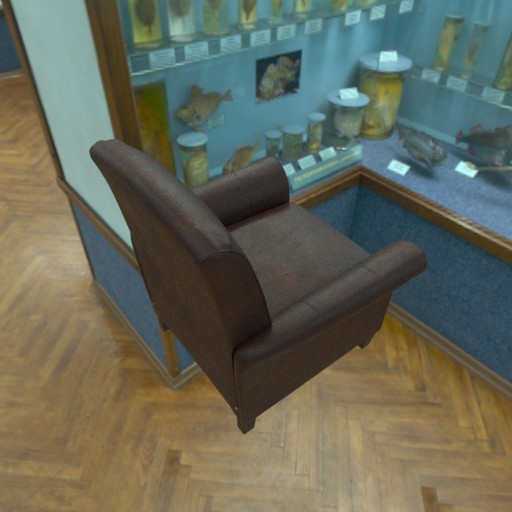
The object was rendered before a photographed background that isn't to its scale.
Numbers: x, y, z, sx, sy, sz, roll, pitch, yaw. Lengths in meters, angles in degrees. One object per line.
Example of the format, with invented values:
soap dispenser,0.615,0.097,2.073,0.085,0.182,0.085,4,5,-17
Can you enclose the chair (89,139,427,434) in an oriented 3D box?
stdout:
chair,0.000,0.000,1.796,0.902,1.061,0.978,-26,47,-27
